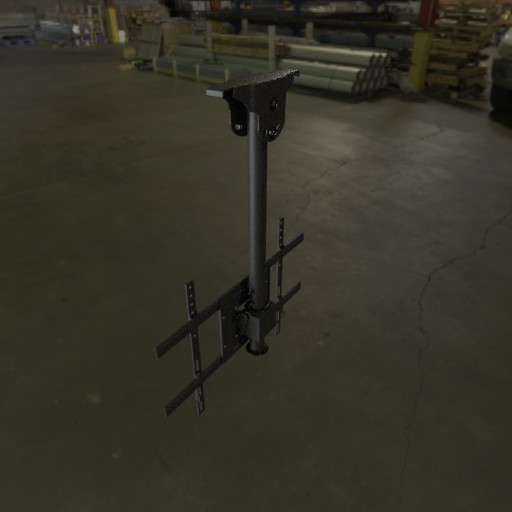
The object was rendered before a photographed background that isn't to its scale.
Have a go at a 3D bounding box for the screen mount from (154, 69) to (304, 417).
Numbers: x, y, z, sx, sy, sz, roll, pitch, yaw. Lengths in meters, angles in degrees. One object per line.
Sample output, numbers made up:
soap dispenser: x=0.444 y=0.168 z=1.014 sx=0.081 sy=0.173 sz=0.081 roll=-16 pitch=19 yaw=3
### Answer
screen mount: x=0.000 y=0.000 z=1.026 sx=0.090 sy=0.775 sz=0.595 roll=19 pitch=36 yaw=29
